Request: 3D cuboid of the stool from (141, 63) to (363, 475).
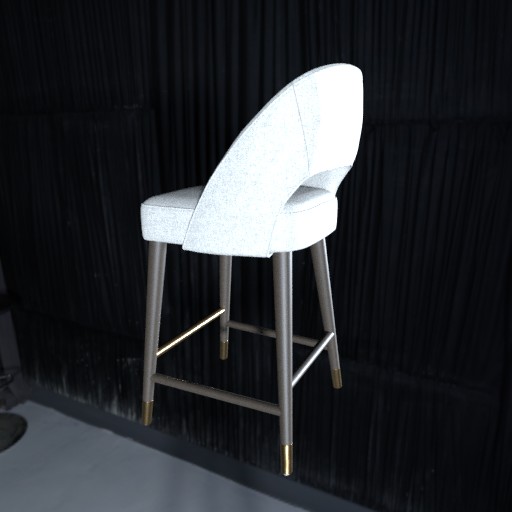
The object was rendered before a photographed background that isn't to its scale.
[{"bbox_3d":[0.000,0.000,1.219,0.509,0.940,0.494,7,17,26],"label":"stool"}]
